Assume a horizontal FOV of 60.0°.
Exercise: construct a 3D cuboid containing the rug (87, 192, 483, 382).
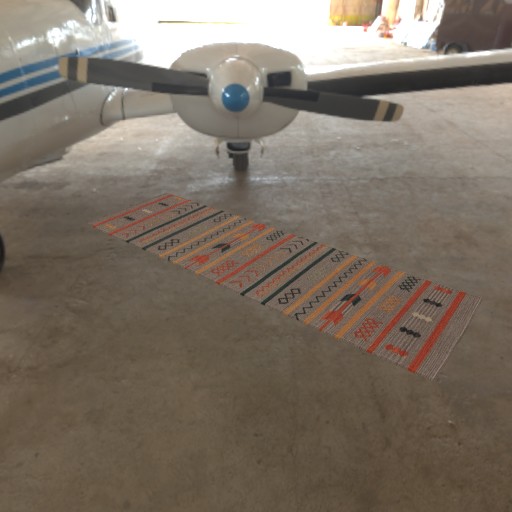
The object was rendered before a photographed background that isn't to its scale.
[{"bbox_3d":[0.000,0.000,2.687,2.419,0.022,0.744,21,36,32],"label":"rug"}]
